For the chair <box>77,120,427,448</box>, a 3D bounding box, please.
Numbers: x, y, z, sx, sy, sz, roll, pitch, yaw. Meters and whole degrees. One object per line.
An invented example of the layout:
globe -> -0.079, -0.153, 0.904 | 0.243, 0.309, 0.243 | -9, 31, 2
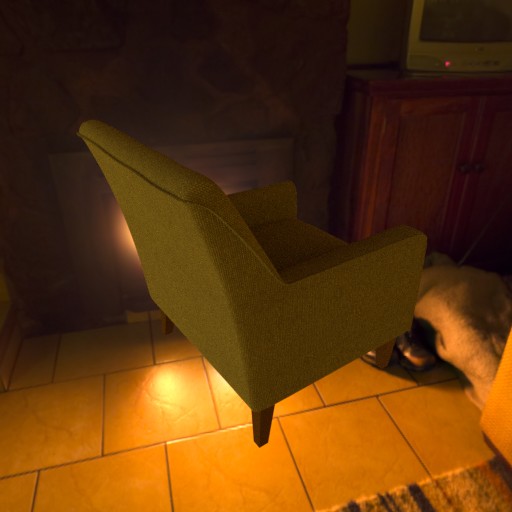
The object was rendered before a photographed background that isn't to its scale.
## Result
chair -> 0.000, 0.000, 1.585 | 0.899, 0.919, 0.780 | -18, 33, -31
